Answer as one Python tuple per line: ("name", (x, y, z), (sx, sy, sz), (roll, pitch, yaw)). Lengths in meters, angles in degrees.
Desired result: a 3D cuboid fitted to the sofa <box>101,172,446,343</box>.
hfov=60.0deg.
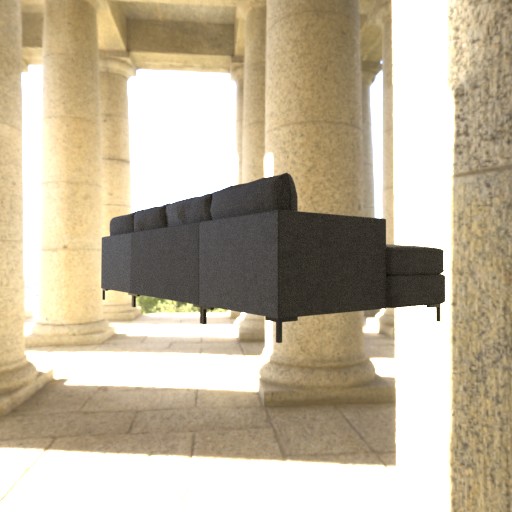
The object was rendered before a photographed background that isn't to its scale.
("sofa", (0.000, 0.000, 4.361), (2.048, 0.999, 3.423), (1, -1, -35))
